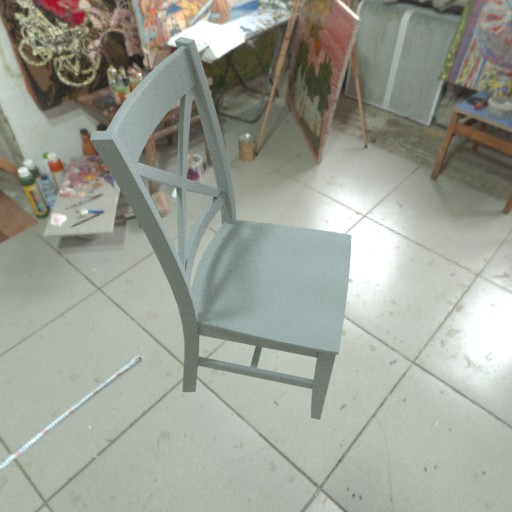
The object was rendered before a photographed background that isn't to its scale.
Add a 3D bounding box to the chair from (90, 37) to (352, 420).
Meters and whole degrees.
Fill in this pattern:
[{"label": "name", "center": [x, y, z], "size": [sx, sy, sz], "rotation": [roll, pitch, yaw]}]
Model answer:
[{"label": "chair", "center": [0.000, 0.000, 1.266], "size": [0.542, 0.983, 0.485], "rotation": [9, 47, 9]}]
